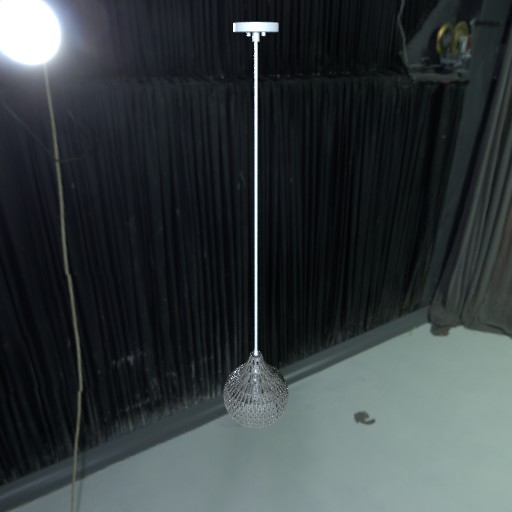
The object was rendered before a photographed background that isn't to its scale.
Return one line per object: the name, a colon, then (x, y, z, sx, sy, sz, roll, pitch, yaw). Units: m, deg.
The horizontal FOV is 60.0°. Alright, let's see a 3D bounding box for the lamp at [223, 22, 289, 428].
lamp: (0.000, 0.000, 2.062, 0.355, 1.919, 0.355, -18, 31, -33)
